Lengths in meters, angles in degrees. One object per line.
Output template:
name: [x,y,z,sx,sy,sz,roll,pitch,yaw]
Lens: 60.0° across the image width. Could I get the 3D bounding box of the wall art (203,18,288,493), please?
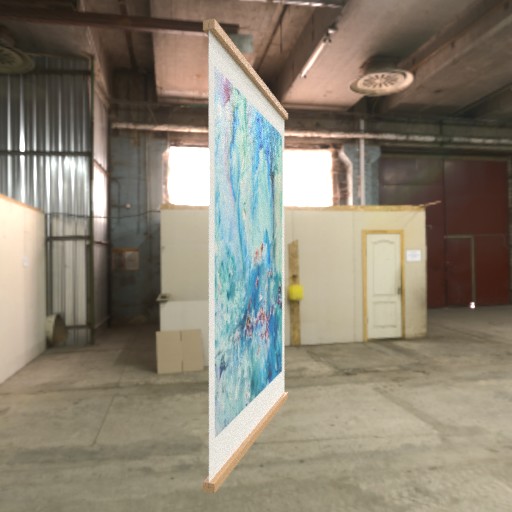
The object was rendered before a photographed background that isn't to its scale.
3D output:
wall art: [0.000,0.000,0.764,0.016,0.611,0.401,0,0,18]
